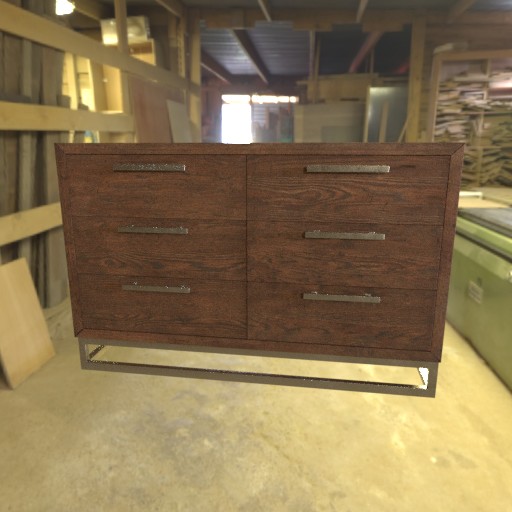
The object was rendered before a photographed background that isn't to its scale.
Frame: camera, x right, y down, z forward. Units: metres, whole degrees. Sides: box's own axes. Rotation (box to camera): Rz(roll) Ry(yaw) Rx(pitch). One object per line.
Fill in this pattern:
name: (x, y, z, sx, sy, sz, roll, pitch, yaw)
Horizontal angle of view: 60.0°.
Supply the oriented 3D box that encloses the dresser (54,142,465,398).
dresser: (0.000, 0.000, 2.150, 1.646, 1.061, 0.623, 2, 14, 9)
